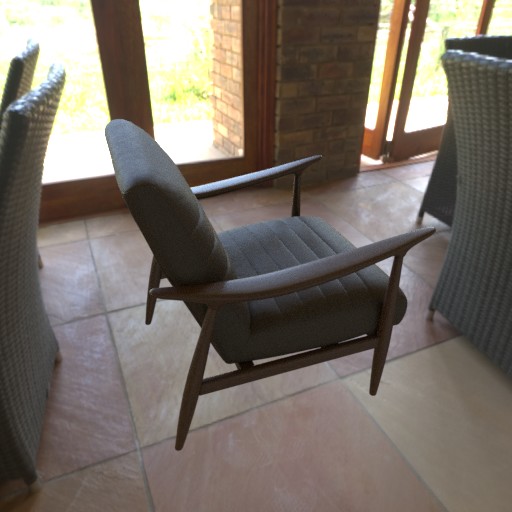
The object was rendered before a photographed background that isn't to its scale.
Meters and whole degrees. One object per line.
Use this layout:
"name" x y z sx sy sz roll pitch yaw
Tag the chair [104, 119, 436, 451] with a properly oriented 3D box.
"chair" 0.000 0.000 1.450 0.798 0.831 0.741 -11 32 -17
